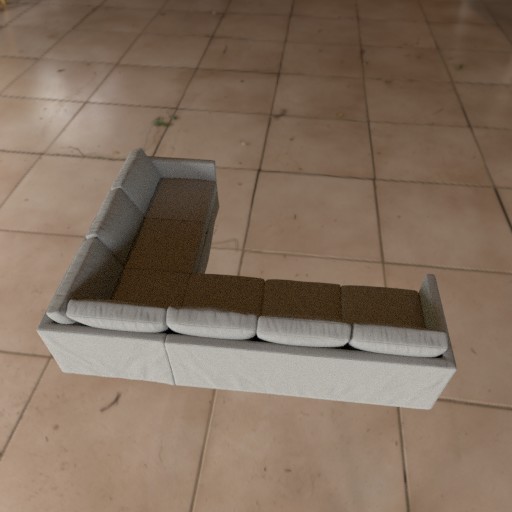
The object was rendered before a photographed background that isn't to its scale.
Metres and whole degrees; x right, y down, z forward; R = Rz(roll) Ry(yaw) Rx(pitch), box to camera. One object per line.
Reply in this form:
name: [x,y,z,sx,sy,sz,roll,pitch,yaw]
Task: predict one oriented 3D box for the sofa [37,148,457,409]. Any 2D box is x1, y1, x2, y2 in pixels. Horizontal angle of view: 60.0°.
sofa: [0.000,0.000,4.303,3.182,0.871,2.432,4,46,4]
